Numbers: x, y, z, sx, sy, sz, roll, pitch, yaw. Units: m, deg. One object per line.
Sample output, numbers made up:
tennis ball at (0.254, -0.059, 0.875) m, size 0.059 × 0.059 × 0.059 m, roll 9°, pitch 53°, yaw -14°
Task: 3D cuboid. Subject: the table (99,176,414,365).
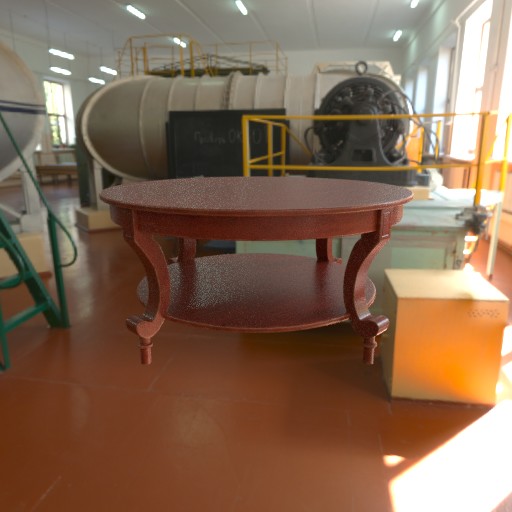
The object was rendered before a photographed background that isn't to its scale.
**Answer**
table at (0.000, 0.000, 1.587) m, size 1.029 × 0.486 × 1.029 m, roll 0°, pitch 14°, yaw 0°
